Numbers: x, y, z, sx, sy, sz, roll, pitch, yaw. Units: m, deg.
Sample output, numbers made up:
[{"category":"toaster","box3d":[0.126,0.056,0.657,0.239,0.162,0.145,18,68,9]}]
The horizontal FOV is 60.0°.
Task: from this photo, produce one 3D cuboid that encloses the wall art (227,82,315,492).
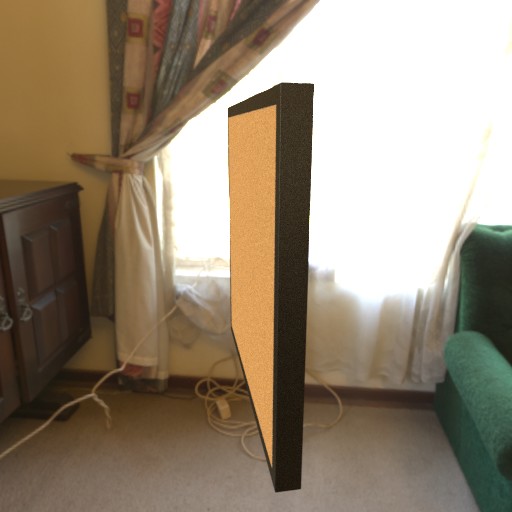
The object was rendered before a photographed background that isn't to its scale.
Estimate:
[{"category":"wall art","box3d":[0.000,0.000,0.760,0.036,0.508,0.508,-3,16,-9]}]
